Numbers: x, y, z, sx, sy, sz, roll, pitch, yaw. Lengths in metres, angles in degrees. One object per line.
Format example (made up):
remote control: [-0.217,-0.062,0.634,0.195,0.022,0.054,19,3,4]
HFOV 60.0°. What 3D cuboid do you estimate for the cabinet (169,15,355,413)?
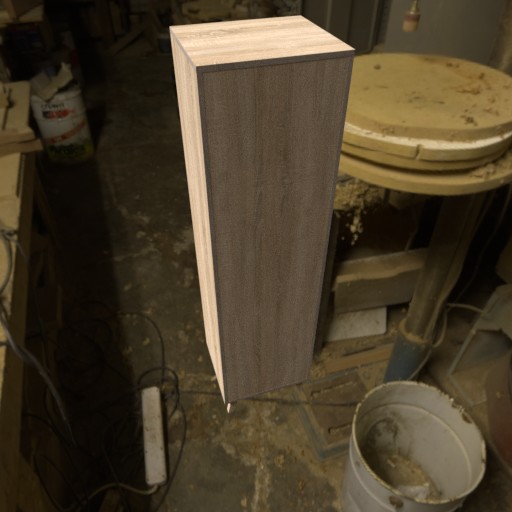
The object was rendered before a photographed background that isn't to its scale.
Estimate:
cabinet: [0.000,0.000,2.140,0.510,1.960,0.450,-12,43,-13]
